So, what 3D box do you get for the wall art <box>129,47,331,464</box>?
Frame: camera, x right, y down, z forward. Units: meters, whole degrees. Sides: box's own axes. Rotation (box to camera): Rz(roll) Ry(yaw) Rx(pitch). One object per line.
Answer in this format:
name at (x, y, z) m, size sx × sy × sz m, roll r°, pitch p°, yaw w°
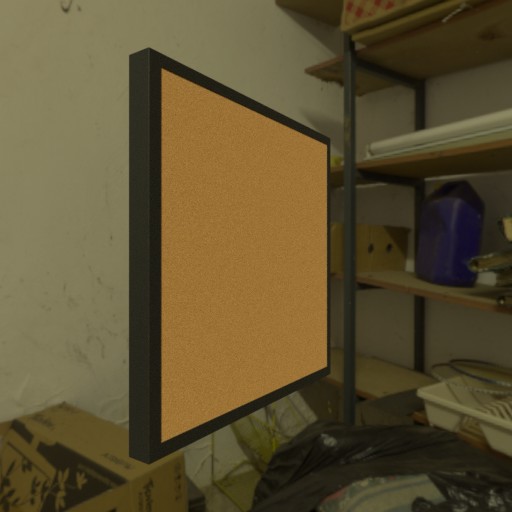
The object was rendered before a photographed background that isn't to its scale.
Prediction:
wall art at (0.000, 0.000, 0.755) m, size 0.037 × 0.506 × 0.506 m, roll 0°, pitch 0°, yaw 35°
